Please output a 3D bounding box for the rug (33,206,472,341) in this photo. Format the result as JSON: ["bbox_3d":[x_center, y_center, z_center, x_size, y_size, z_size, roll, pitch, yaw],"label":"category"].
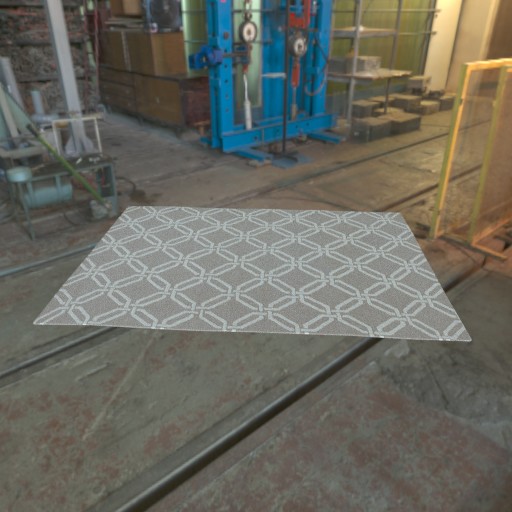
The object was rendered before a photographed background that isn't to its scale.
[{"bbox_3d":[0.000,0.000,2.796,2.135,0.013,1.524,2,29,3],"label":"rug"}]
